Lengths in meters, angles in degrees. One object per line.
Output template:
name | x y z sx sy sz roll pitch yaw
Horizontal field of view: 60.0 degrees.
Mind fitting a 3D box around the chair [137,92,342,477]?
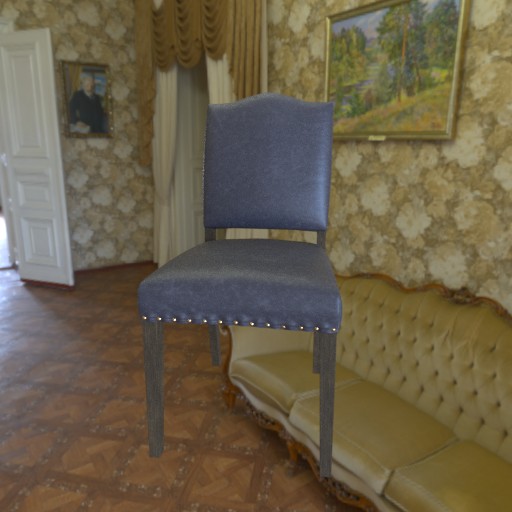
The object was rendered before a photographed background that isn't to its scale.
chair | 0.000 0.000 1.336 0.500 0.991 0.633 2 14 9
